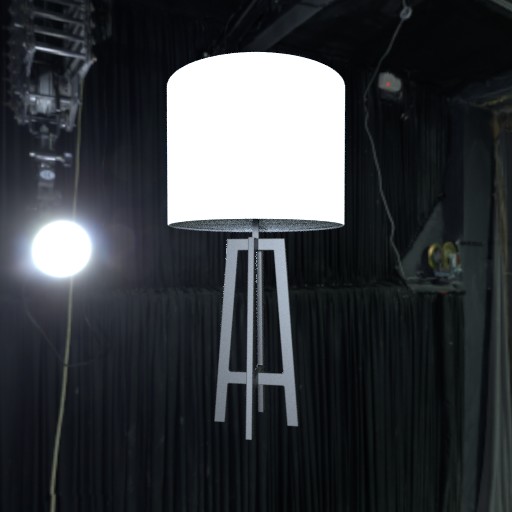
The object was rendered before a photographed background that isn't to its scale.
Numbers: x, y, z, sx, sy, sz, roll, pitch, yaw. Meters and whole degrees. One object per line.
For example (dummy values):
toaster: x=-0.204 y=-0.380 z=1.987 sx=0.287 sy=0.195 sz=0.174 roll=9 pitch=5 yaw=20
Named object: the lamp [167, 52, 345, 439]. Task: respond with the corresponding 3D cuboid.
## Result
lamp: x=0.000 y=0.000 z=0.653 sx=0.257 sy=0.489 sz=0.257 roll=0 pitch=-1 yaw=-36
